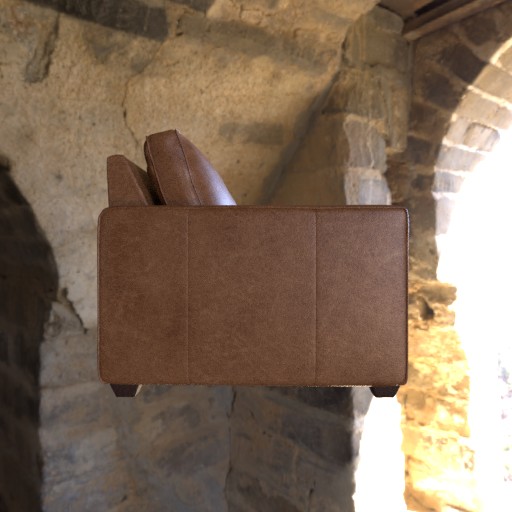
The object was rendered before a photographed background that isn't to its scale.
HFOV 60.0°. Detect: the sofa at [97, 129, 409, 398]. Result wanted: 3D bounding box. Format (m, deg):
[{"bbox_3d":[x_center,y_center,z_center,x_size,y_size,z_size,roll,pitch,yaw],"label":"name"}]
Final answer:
[{"bbox_3d":[0.000,0.000,2.117,1.020,0.896,1.532,0,0,1],"label":"sofa"}]
